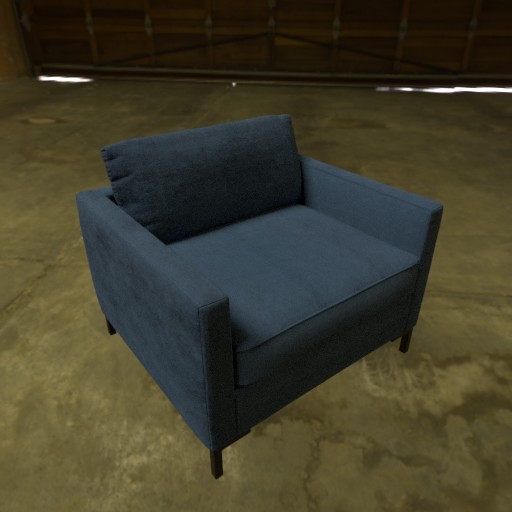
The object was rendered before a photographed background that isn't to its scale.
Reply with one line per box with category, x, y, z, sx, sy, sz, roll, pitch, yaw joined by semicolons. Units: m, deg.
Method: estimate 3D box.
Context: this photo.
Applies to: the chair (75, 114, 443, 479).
chair;0.000;0.000;1.589;0.964;0.812;0.875;-21;36;-32
